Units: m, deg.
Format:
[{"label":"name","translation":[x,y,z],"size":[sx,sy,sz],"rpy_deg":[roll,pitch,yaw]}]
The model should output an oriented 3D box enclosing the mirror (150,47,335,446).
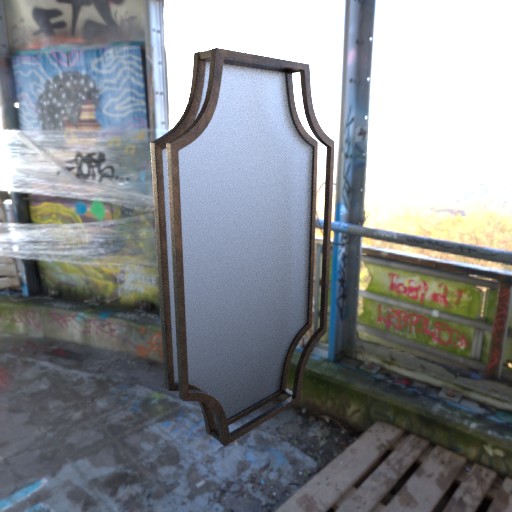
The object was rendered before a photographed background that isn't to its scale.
[{"label":"mirror","translation":[0.000,0.000,0.984],"size":[0.462,0.811,0.066],"rpy_deg":[-14,20,-42]}]
